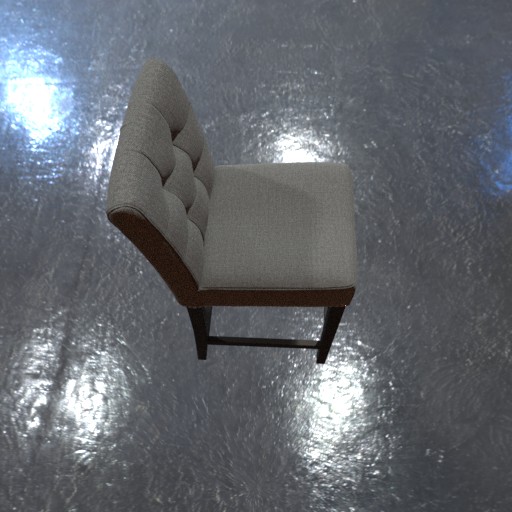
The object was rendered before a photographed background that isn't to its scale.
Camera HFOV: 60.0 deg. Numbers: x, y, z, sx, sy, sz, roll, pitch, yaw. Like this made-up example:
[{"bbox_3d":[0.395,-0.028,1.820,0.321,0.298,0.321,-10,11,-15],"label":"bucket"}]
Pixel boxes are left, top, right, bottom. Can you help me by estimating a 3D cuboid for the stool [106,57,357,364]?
[{"bbox_3d":[0.000,0.000,1.316,0.548,1.047,0.411,3,62,2],"label":"stool"}]
